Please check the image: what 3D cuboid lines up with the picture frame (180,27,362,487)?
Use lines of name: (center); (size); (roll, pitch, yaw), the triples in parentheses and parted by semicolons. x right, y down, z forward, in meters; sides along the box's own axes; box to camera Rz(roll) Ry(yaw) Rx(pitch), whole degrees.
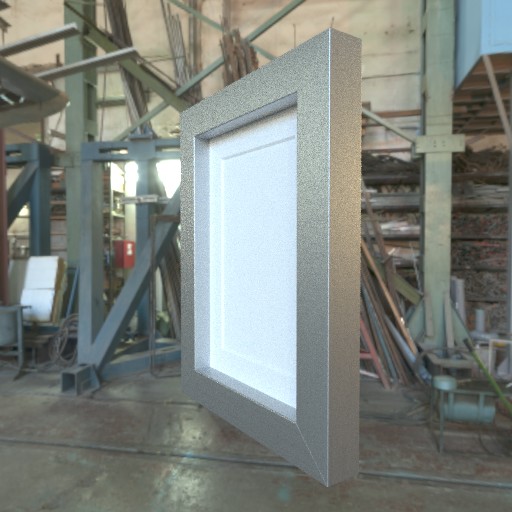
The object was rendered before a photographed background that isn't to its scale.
picture frame: (0.000, 0.000, 0.273); (0.028, 0.208, 0.157); (-1, 2, -34)
